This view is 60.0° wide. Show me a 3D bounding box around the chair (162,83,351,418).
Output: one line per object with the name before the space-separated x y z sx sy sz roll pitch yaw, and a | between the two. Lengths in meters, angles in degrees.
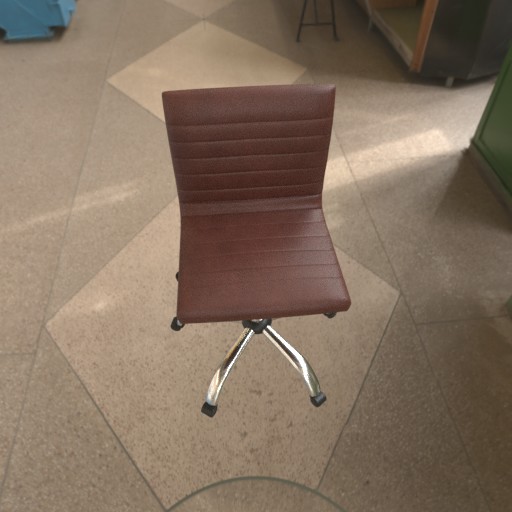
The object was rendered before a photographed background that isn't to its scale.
chair | 0.000 0.000 1.163 0.556 0.780 0.530 -4 48 -4
